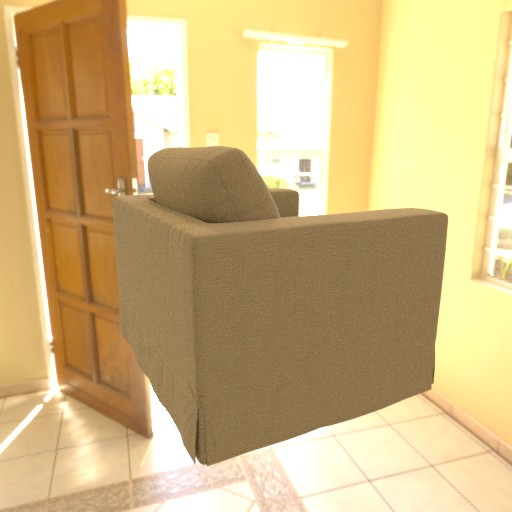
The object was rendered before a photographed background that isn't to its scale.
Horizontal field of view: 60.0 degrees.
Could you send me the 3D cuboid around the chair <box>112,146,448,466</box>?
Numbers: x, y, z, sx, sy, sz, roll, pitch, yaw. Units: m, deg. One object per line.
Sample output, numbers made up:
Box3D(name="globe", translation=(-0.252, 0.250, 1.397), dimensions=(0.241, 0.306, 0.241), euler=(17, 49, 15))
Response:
Box3D(name="chair", translation=(0.000, 0.000, 1.829), dimensions=(0.957, 0.878, 1.150), euler=(-7, 15, -27))
